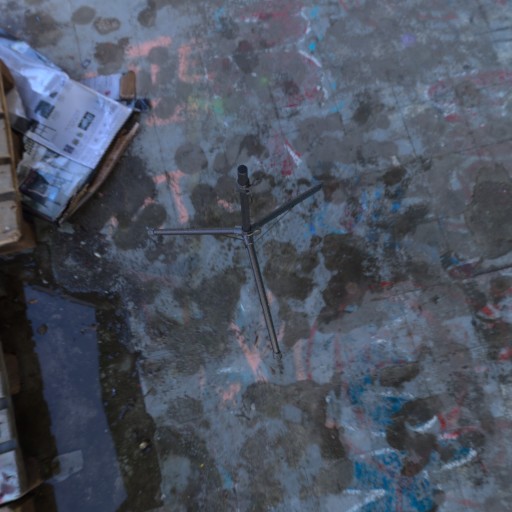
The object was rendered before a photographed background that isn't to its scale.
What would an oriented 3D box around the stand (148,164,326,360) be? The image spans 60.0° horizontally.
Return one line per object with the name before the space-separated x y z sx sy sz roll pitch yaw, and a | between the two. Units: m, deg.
stand | 0.000 0.000 1.909 1.045 1.136 0.907 -14 77 -3
